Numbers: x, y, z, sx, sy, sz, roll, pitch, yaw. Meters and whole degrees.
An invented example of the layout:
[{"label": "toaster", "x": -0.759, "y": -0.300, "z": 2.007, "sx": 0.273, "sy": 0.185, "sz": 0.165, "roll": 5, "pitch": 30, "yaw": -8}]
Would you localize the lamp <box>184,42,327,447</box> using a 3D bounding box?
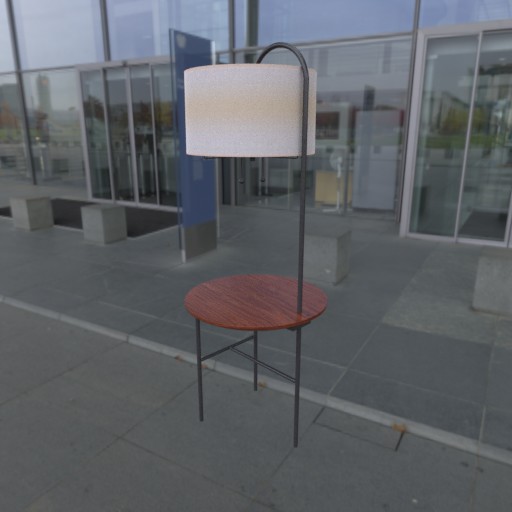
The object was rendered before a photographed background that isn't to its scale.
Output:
[{"label": "lamp", "x": 0.000, "y": 0.000, "z": 1.751, "sx": 0.573, "sy": 1.517, "sz": 0.573, "roll": 0, "pitch": 16, "yaw": 0}]
